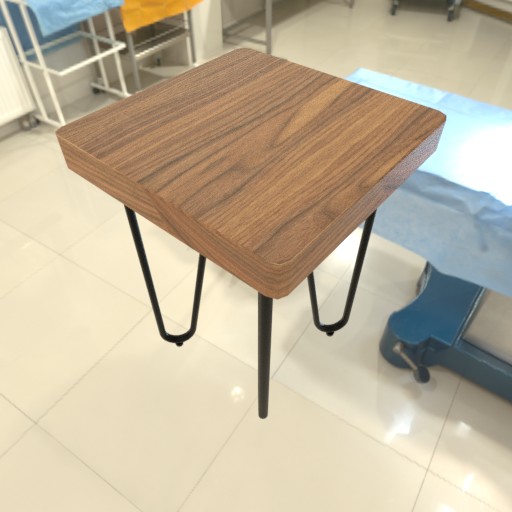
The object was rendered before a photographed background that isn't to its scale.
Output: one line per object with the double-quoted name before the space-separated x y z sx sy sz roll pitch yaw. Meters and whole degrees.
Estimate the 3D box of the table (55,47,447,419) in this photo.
"table" 0.000 0.000 0.973 0.479 0.641 0.480 31 53 27
